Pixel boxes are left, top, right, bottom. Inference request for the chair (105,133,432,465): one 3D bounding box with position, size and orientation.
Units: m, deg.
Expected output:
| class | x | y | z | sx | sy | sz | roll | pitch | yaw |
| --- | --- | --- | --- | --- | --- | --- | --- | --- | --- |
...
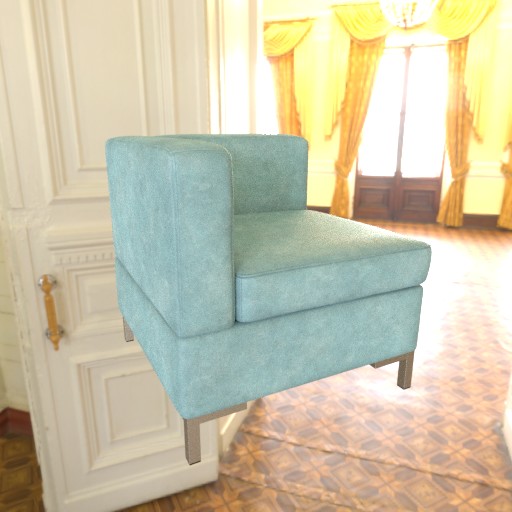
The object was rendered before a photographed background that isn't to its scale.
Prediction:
| class | x | y | z | sx | sy | sz | roll | pitch | yaw |
| --- | --- | --- | --- | --- | --- | --- | --- | --- | --- |
| chair | 0.000 | 0.000 | 1.255 | 0.684 | 0.660 | 0.691 | -8 | 18 | -26 |
